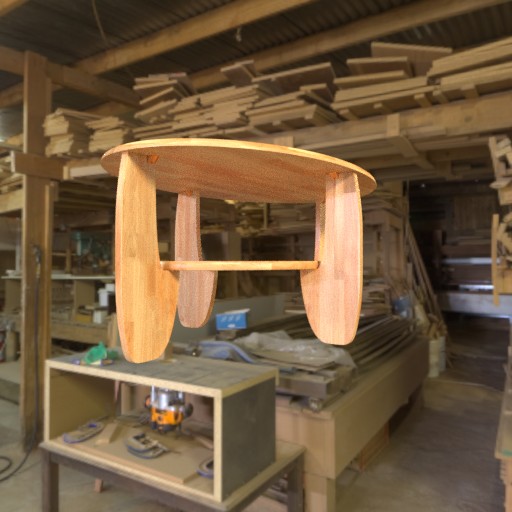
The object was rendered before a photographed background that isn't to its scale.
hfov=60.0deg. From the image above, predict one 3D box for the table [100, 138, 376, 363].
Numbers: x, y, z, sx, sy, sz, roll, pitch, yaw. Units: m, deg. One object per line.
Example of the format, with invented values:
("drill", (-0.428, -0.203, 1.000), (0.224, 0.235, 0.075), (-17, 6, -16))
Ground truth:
("table", (0.000, 0.000, 1.386), (0.690, 0.490, 1.040), (0, -1, 35))
